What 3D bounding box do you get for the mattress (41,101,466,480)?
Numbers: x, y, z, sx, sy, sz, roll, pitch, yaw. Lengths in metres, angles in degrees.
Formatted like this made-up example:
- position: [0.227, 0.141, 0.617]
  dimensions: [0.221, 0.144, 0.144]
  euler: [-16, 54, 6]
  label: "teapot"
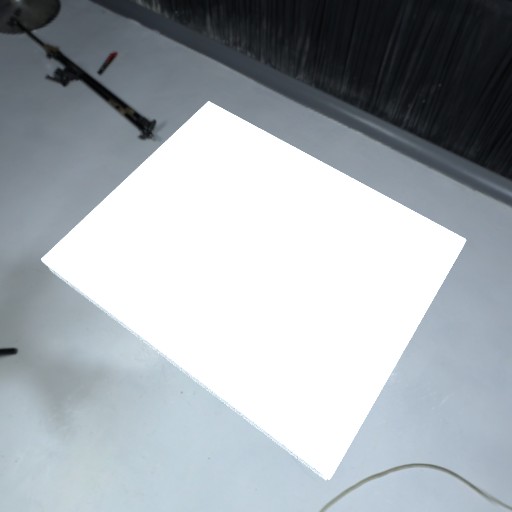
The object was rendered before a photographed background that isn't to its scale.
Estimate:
- position: [0.000, 0.000, 2.725]
  dimensions: [2.000, 0.200, 1.600]
  euler: [32, 67, 16]
  label: "mattress"
